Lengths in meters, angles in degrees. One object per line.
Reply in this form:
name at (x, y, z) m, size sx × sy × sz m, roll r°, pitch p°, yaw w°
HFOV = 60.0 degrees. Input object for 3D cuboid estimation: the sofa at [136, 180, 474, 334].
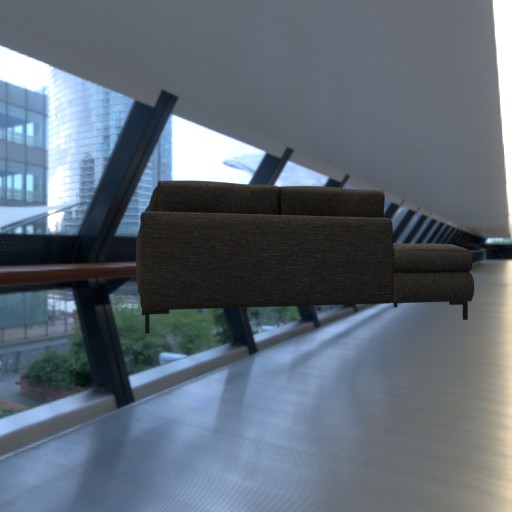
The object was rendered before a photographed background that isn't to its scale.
sofa at (0.000, 0.000, 3.872) m, size 2.007 × 0.815 × 2.949 m, roll 0°, pitch -1°, yaw -16°
